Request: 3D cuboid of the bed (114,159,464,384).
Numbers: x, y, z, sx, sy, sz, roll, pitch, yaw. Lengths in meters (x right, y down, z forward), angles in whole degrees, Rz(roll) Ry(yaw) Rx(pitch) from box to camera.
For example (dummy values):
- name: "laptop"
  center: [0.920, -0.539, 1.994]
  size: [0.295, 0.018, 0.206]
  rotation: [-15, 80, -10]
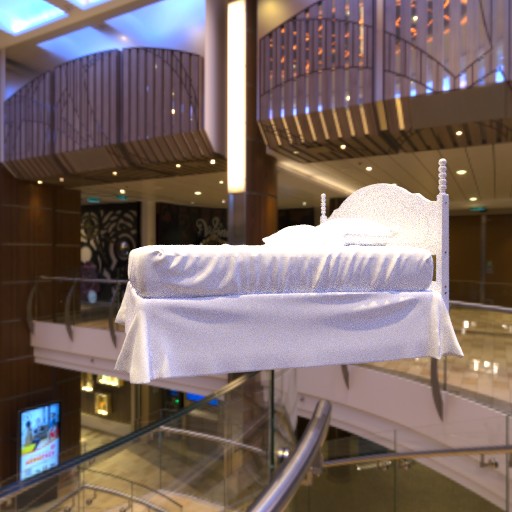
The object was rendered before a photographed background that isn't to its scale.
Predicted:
- name: "bed"
  center: [0.000, 0.000, 3.647]
  size: [2.219, 1.355, 2.322]
  rotation: [0, 0, -18]
